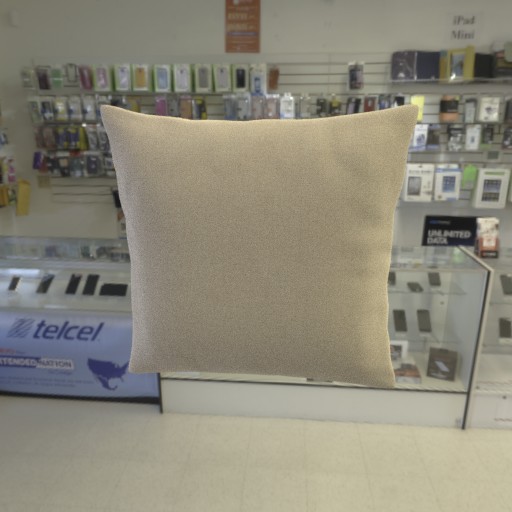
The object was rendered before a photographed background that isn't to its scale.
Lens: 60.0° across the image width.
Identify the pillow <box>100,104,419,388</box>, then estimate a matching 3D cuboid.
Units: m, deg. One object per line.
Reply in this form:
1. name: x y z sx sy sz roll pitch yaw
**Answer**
1. pillow: 0.000 0.000 0.788 0.523 0.510 0.166 2 17 7
